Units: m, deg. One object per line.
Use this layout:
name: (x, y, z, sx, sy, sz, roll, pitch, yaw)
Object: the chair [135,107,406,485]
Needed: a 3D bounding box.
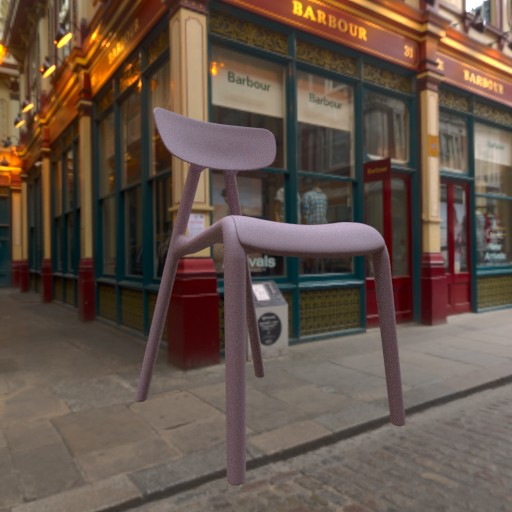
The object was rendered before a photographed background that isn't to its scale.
chair: (0.000, 0.000, 0.818, 0.356, 0.580, 0.401, 0, 0, -36)
